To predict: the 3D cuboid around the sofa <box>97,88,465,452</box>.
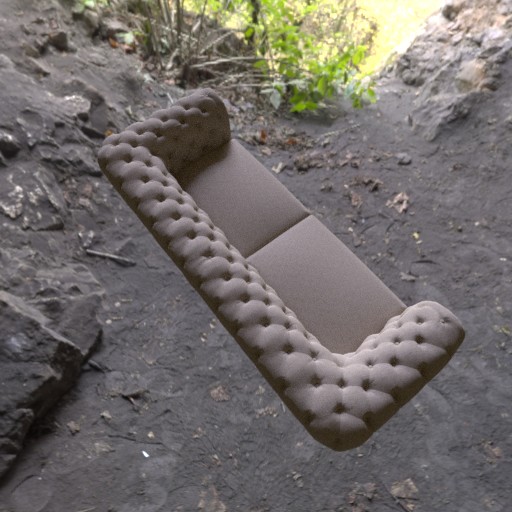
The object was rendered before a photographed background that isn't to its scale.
[{"bbox_3d":[0.000,0.000,3.164,1.076,0.847,2.694,-34,66,-18],"label":"sofa"}]
